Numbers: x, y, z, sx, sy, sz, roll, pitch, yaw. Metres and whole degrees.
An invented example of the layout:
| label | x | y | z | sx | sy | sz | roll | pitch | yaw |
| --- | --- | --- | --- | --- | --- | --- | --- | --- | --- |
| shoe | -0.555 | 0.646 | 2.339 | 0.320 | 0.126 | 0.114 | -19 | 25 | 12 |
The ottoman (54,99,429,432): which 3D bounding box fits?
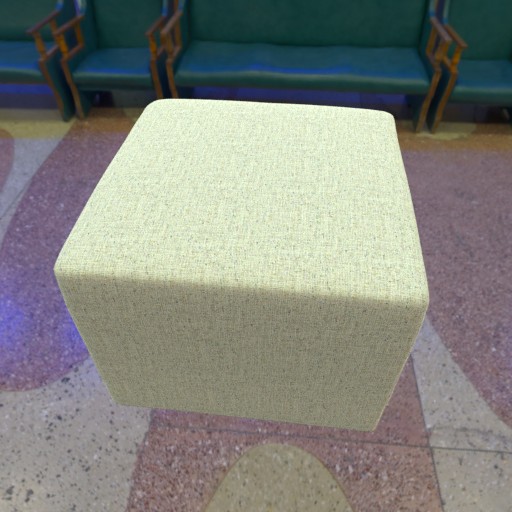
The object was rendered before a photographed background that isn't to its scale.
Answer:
| label | x | y | z | sx | sy | sz | roll | pitch | yaw |
| --- | --- | --- | --- | --- | --- | --- | --- | --- | --- |
| ottoman | 0.000 | 0.000 | 0.887 | 0.521 | 0.453 | 0.512 | 5 | 46 | 4 |
